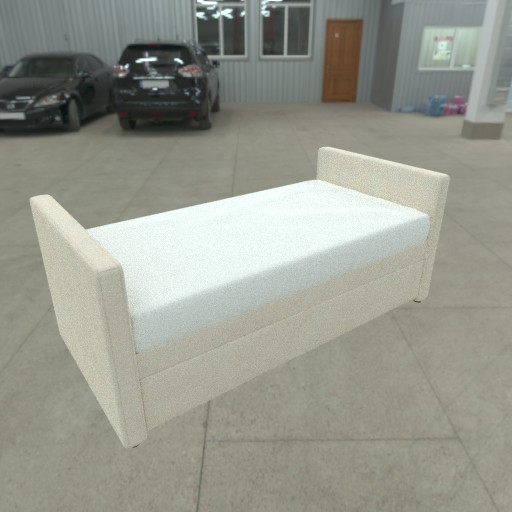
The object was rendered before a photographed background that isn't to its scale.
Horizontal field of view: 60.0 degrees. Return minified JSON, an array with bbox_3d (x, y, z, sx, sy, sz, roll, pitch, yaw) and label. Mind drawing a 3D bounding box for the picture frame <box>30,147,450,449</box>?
[{"bbox_3d":[0.000,0.000,2.681,2.161,0.891,1.069,-17,30,-32],"label":"picture frame"}]
